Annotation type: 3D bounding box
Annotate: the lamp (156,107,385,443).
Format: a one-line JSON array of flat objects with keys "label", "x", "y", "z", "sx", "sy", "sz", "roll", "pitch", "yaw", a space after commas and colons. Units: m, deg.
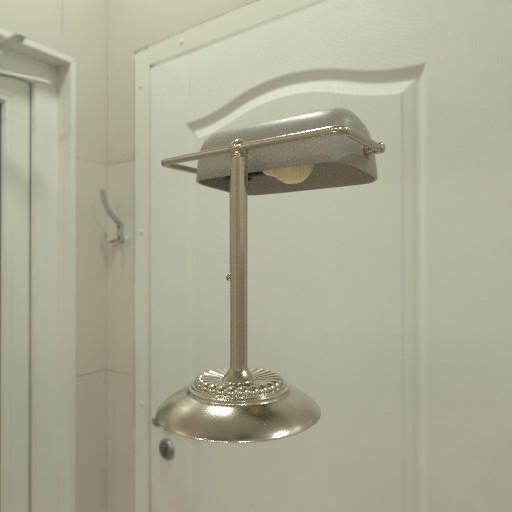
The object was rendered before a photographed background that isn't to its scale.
[{"label": "lamp", "x": 0.000, "y": 0.000, "z": 0.515, "sx": 0.264, "sy": 0.339, "sz": 0.243, "roll": 0, "pitch": 0, "yaw": 36}]
